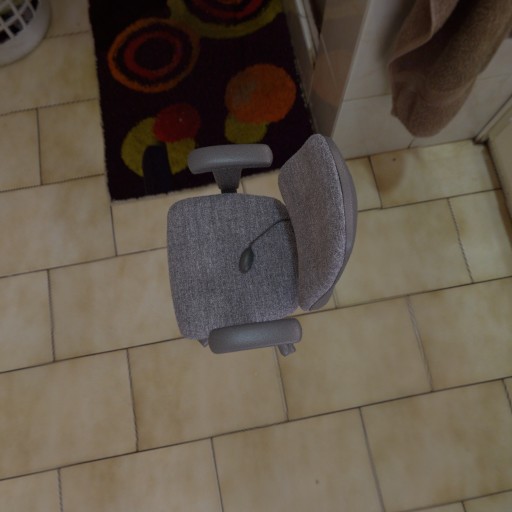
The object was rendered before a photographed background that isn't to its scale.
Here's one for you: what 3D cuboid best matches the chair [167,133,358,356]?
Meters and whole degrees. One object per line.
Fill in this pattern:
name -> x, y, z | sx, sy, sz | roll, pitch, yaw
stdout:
chair -> 0.000, 0.000, 1.256 | 0.530, 0.910, 0.550 | -8, 75, -2
